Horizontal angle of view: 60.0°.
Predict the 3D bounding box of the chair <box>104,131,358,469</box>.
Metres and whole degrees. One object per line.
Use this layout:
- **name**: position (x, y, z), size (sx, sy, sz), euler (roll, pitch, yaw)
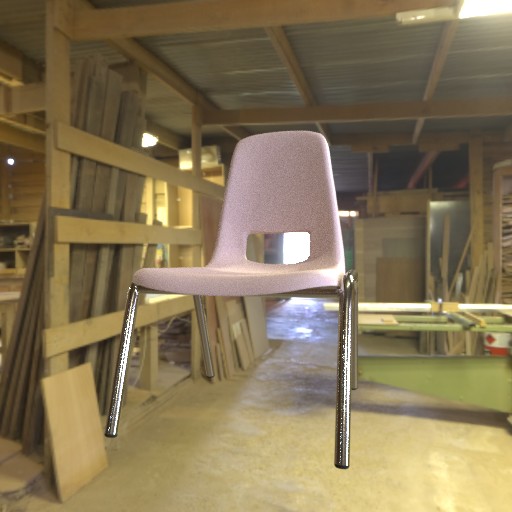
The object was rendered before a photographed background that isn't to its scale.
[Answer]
- **chair**: position (0.000, 0.000, 0.780), size (0.354, 0.537, 0.385), euler (0, 0, 17)
